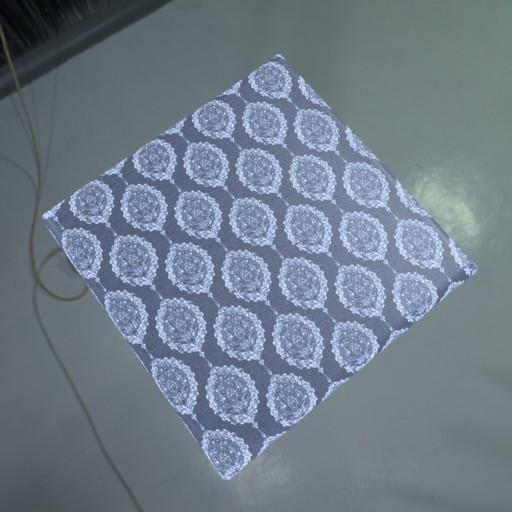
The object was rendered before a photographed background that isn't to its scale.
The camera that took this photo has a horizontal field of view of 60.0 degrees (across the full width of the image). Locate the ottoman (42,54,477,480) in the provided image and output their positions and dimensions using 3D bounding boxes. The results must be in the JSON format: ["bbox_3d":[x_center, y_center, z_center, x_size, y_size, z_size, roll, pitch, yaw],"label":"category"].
[{"bbox_3d":[0.000,0.000,1.394,0.889,0.409,0.890,-37,79,-9],"label":"ottoman"}]
